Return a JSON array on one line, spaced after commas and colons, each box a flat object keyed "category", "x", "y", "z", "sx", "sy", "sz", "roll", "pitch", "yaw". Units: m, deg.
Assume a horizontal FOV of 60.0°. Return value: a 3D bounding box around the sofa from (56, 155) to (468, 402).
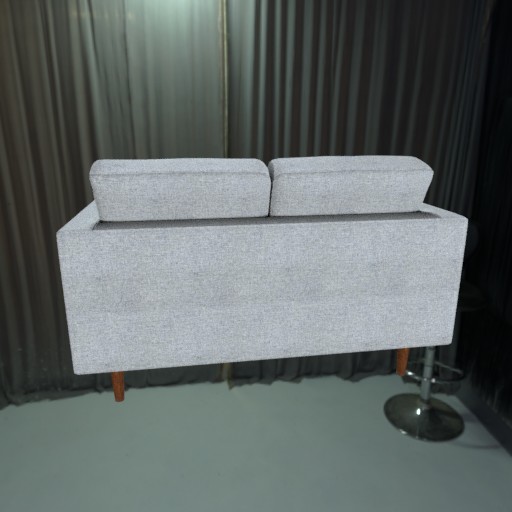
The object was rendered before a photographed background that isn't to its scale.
[{"category": "sofa", "x": 0.000, "y": 0.000, "z": 2.138, "sx": 1.527, "sy": 0.973, "sz": 0.969, "roll": -3, "pitch": 17, "yaw": -9}]
